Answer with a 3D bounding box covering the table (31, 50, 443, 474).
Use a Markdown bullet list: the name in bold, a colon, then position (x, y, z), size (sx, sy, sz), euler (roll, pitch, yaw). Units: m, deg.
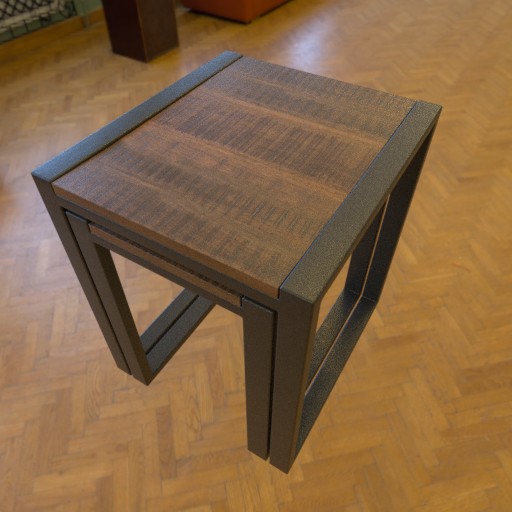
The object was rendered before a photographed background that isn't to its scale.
- **table**: position (0.000, 0.000, 0.894), size (0.449, 0.550, 0.500), euler (24, 51, 21)
